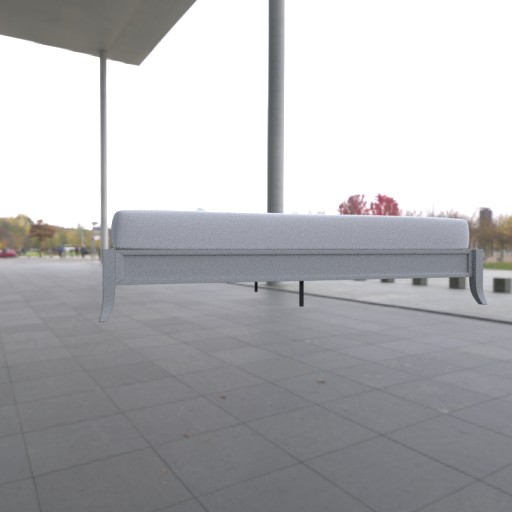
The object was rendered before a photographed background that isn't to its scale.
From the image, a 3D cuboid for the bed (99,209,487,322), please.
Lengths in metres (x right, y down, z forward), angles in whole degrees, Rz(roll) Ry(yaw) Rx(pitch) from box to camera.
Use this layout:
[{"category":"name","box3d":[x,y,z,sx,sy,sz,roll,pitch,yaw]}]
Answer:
[{"category":"bed","box3d":[0.000,0.000,3.139,2.007,0.510,2.108,0,1,-17]}]
